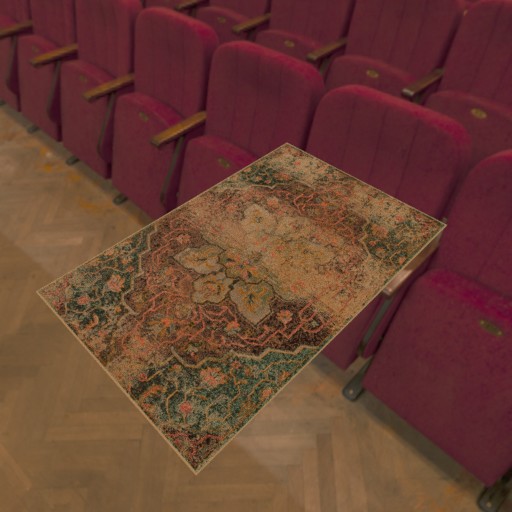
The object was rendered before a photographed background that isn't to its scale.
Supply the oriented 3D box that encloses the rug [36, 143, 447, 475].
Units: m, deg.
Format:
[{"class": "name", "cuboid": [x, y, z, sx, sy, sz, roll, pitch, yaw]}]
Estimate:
[{"class": "rug", "cuboid": [0.000, 0.000, 2.948, 2.363, 0.004, 1.566, -36, 56, -29]}]
